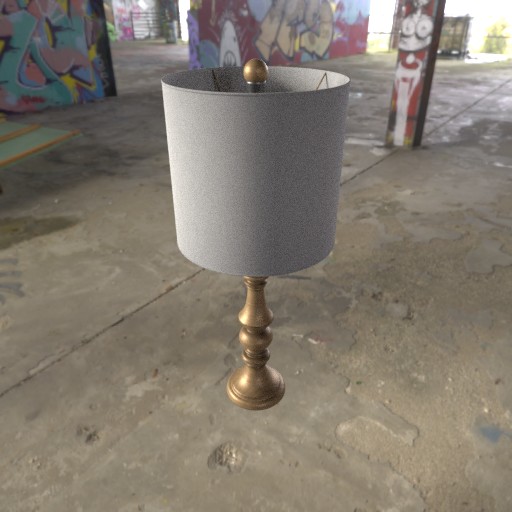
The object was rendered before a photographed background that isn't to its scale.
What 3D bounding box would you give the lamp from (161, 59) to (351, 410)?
[{"bbox_3d":[0.000,0.000,0.731,0.250,0.597,0.250,-18,34,-28],"label":"lamp"}]
